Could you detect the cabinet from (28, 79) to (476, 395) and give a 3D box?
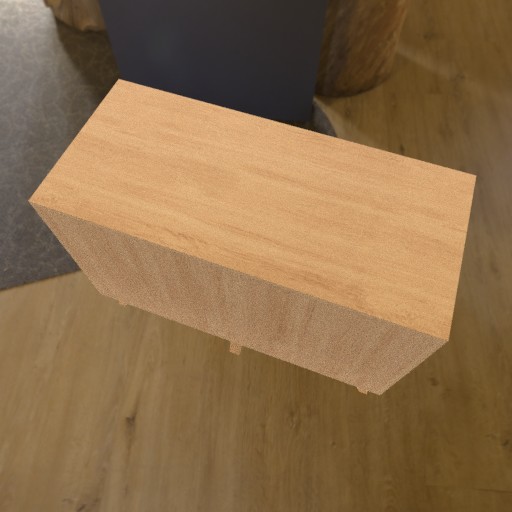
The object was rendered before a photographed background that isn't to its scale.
[{"bbox_3d":[0.000,0.000,1.545,1.110,0.780,0.500,18,63,9],"label":"cabinet"}]
